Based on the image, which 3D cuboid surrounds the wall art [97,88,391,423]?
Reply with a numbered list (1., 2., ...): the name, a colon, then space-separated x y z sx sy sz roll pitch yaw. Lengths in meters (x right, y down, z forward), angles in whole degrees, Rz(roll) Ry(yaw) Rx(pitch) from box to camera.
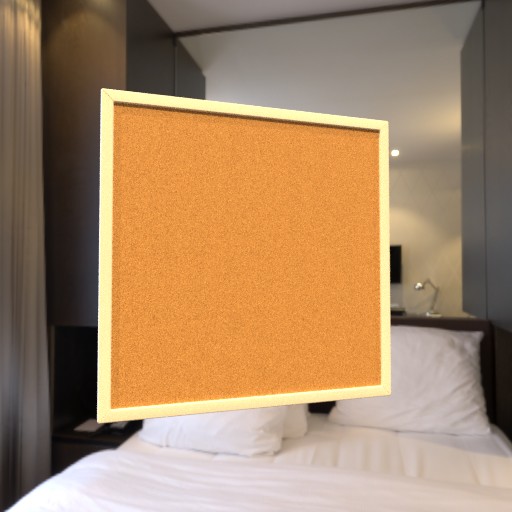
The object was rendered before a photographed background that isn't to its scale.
1. wall art: 0.000 0.000 0.763 0.508 0.508 0.038 1 -2 -17
